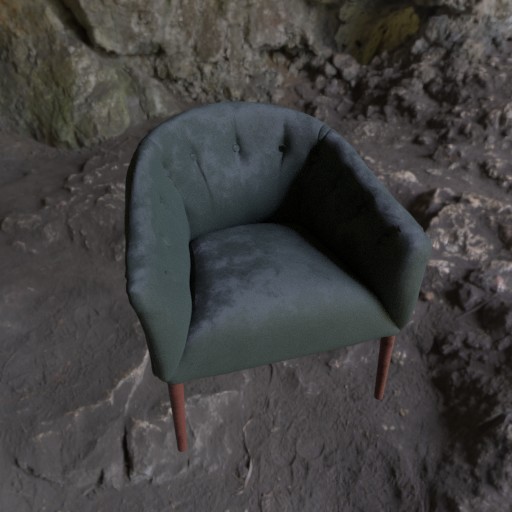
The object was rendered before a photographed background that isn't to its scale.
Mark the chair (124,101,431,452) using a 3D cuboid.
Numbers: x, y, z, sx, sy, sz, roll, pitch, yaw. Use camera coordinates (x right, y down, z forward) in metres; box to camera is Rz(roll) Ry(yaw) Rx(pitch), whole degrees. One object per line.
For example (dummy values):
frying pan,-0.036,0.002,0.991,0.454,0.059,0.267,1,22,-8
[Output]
chair,0.000,0.000,1.519,0.851,0.885,0.776,-9,32,-15
